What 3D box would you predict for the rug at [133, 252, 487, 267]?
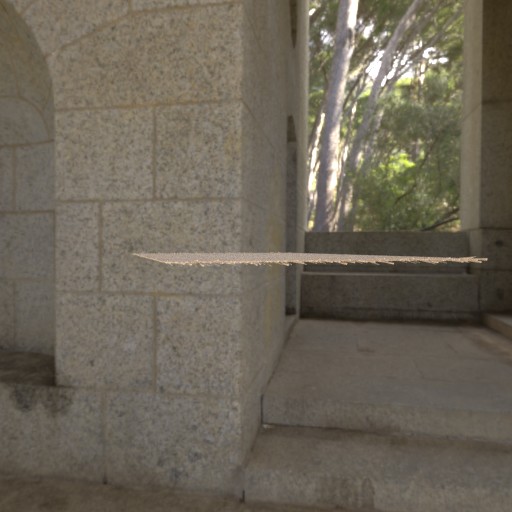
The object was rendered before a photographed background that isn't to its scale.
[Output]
[{"bbox_3d":[0.000,0.000,3.074,1.528,0.034,2.523,0,1,-19],"label":"rug"}]
